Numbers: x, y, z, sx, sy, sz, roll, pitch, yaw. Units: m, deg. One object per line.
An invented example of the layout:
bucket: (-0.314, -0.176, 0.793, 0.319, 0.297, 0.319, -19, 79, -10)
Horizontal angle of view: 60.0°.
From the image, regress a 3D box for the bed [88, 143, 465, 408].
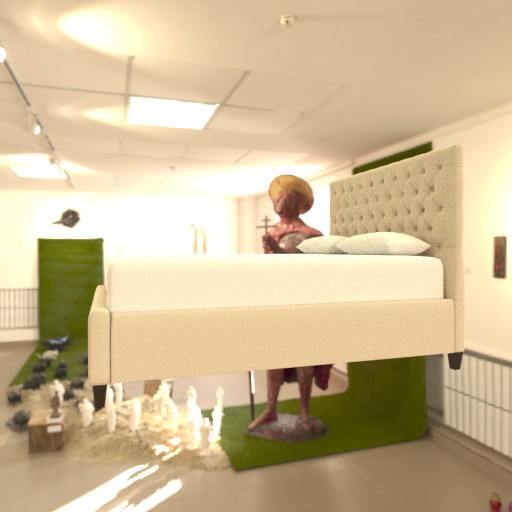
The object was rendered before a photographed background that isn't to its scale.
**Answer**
bed: (0.000, 0.000, 3.220, 2.233, 1.426, 1.696, 0, 1, -19)
